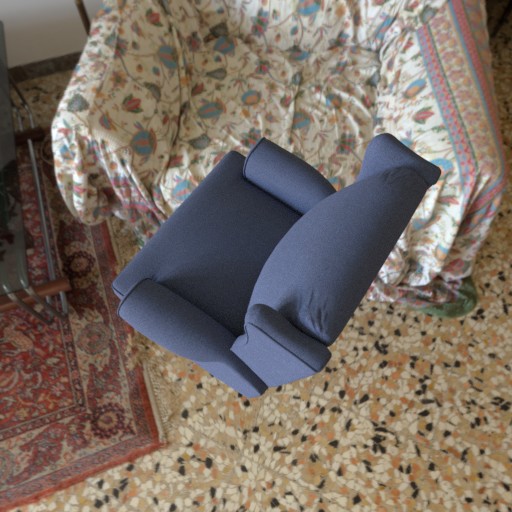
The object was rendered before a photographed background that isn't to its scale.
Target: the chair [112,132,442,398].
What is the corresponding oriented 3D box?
[{"bbox_3d":[0.000,0.000,1.721,0.877,1.020,0.971,31,67,15],"label":"chair"}]
